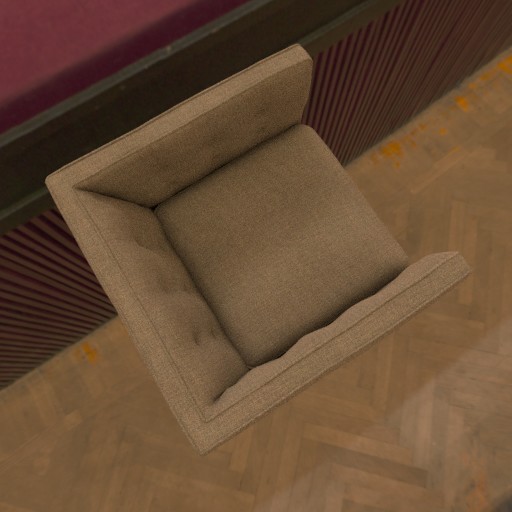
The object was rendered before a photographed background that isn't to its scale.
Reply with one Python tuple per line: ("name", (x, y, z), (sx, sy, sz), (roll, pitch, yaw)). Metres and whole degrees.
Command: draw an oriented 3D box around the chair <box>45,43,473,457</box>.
("chair", (0.000, 0.000, 1.624), (0.912, 0.799, 0.920), (-32, 78, -7))
